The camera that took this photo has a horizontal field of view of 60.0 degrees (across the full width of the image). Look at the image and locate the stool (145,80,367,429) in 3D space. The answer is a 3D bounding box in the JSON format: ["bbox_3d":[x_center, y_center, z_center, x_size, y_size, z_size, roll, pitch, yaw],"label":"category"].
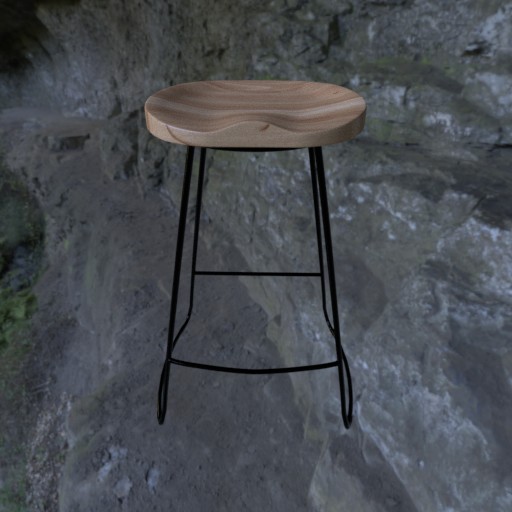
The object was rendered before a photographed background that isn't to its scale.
[{"bbox_3d":[0.000,0.000,0.974,0.480,0.679,0.401,1,29,1],"label":"stool"}]
